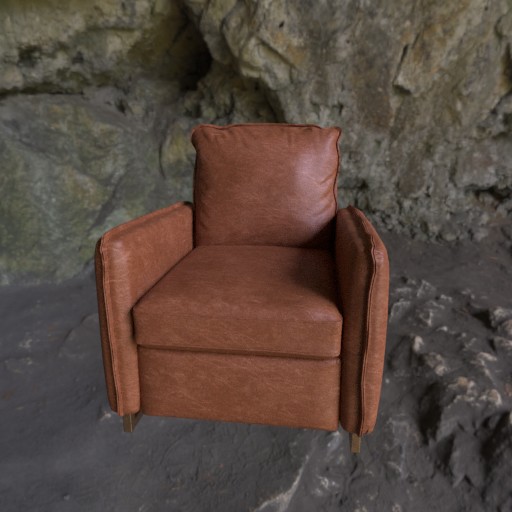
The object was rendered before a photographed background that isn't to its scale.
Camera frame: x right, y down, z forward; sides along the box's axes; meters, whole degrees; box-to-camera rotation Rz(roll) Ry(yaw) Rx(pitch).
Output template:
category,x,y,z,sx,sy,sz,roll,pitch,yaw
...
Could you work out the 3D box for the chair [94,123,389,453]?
category,x,y,z,sx,sy,sz,roll,pitch,yaw
chair,0.000,0.000,1.580,0.830,0.922,0.922,2,16,7
